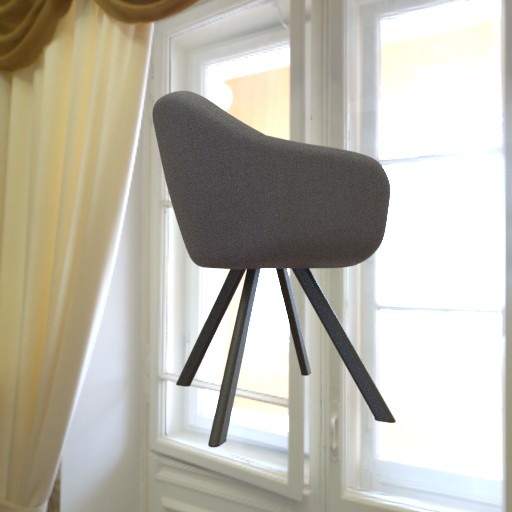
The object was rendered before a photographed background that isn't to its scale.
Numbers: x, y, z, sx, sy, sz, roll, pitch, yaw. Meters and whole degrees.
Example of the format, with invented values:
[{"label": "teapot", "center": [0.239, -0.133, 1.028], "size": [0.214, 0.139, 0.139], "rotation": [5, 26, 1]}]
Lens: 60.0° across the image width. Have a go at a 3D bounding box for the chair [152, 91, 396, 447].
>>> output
[{"label": "chair", "center": [0.000, 0.000, 1.206], "size": [0.550, 0.795, 0.590], "rotation": [0, 0, -18]}]
